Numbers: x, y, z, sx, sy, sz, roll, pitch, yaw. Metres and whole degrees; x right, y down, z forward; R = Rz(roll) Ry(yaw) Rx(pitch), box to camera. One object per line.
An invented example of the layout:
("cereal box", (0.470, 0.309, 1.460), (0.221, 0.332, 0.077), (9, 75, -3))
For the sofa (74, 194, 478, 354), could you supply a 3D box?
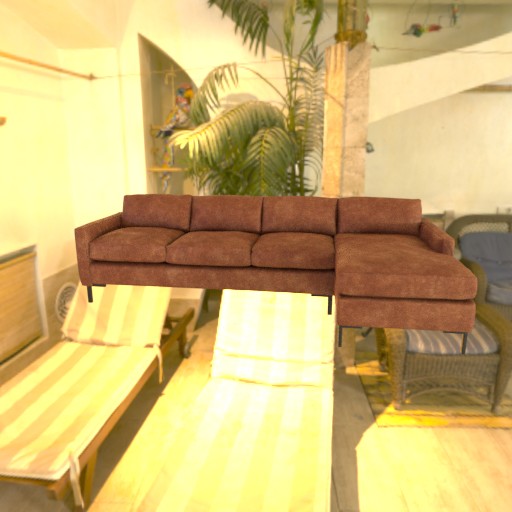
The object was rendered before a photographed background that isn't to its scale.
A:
("sofa", (0.000, 0.000, 3.607), (2.993, 0.859, 1.471), (2, 14, 8))
